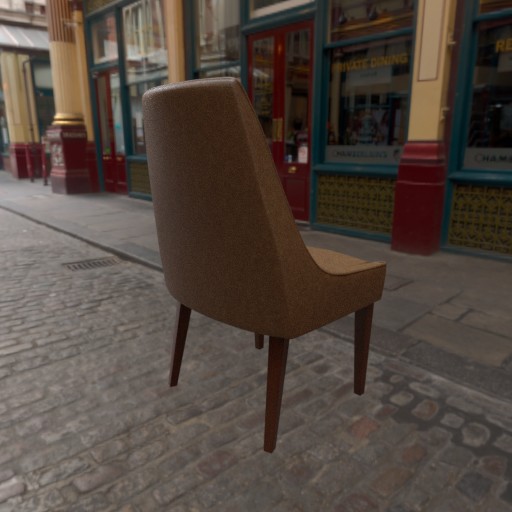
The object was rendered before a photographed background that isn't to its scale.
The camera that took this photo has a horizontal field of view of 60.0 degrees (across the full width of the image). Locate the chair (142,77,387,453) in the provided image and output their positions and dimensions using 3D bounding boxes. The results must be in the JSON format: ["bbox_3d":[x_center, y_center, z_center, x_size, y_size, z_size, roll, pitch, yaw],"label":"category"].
[{"bbox_3d":[0.000,0.000,1.238,0.544,0.861,0.529,-13,19,-42],"label":"chair"}]
